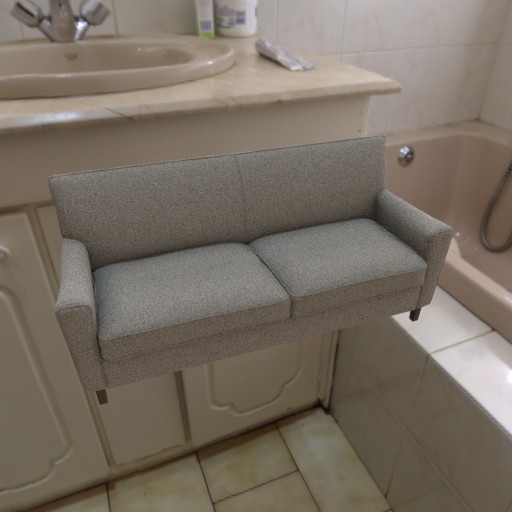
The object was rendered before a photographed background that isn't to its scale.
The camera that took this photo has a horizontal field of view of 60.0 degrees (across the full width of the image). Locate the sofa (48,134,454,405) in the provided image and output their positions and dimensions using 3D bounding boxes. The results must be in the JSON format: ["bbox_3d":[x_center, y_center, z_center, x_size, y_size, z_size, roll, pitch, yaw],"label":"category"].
[{"bbox_3d":[0.000,0.000,2.481,2.026,0.942,0.854,-11,35,-16],"label":"sofa"}]
